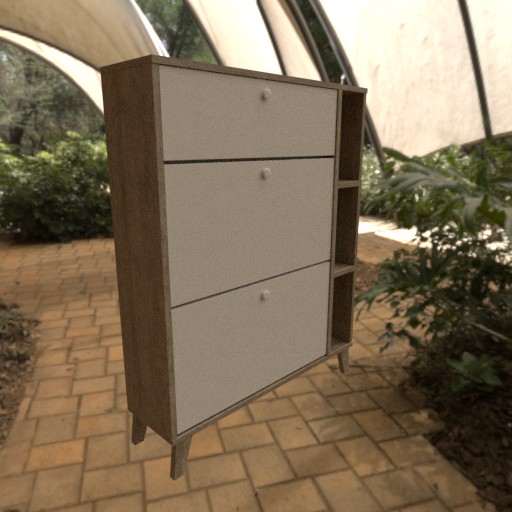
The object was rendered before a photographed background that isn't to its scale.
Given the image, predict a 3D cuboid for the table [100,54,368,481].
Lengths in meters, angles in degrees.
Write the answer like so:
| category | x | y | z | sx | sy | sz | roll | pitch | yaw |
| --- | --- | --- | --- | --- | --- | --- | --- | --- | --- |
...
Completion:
| category | x | y | z | sx | sy | sz | roll | pitch | yaw |
| --- | --- | --- | --- | --- | --- | --- | --- | --- | --- |
| table | 0.000 | 0.000 | 1.522 | 0.902 | 1.135 | 0.256 | -14 | 20 | -43 |
